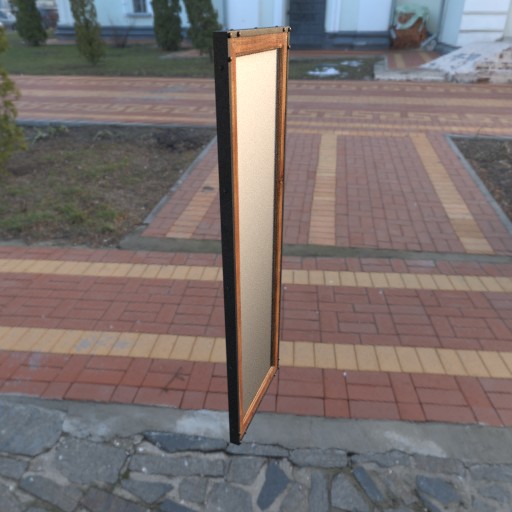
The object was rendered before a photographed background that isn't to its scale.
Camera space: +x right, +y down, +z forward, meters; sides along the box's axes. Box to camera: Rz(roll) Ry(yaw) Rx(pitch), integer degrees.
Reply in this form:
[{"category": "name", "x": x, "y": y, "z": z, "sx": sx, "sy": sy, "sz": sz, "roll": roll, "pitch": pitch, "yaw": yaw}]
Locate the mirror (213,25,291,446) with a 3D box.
[{"category": "mirror", "x": 0.000, "y": 0.000, "z": 1.177, "sx": 0.042, "sy": 1.080, "sz": 0.354, "roll": 11, "pitch": 31, "yaw": 19}]
